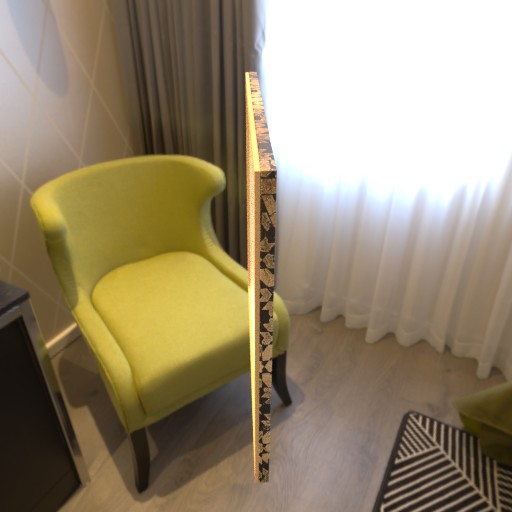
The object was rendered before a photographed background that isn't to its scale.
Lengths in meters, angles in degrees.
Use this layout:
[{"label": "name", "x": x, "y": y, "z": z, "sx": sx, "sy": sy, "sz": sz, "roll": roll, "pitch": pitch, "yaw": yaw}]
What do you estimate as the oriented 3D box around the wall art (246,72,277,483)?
[{"label": "wall art", "x": 0.000, "y": 0.000, "z": 1.372, "sx": 0.038, "sy": 0.914, "sz": 0.914, "roll": -1, "pitch": 32, "yaw": -2}]
